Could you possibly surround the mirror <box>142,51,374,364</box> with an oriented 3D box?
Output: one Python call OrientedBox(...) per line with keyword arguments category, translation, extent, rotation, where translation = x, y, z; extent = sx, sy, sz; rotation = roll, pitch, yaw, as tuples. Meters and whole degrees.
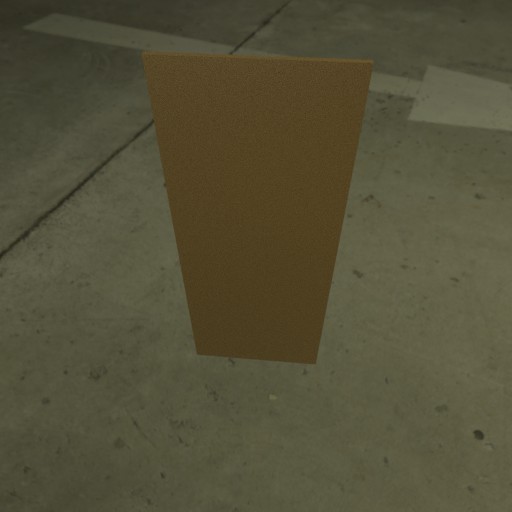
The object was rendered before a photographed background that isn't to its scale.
OrientedBox(category="mirror", translation=(0.000, 0.000, 2.291), extent=(0.812, 2.031, 0.025), rotation=(4, 47, 4))
